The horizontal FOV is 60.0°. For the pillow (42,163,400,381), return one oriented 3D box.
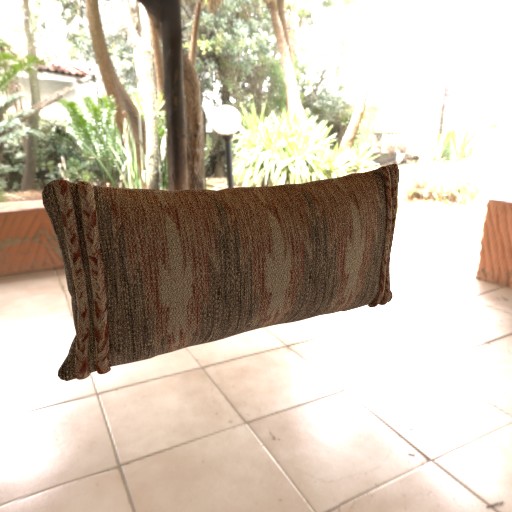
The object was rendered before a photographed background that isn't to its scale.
[{"bbox_3d":[0.000,0.000,0.732,0.635,0.282,0.139,-9,18,-27],"label":"pillow"}]
